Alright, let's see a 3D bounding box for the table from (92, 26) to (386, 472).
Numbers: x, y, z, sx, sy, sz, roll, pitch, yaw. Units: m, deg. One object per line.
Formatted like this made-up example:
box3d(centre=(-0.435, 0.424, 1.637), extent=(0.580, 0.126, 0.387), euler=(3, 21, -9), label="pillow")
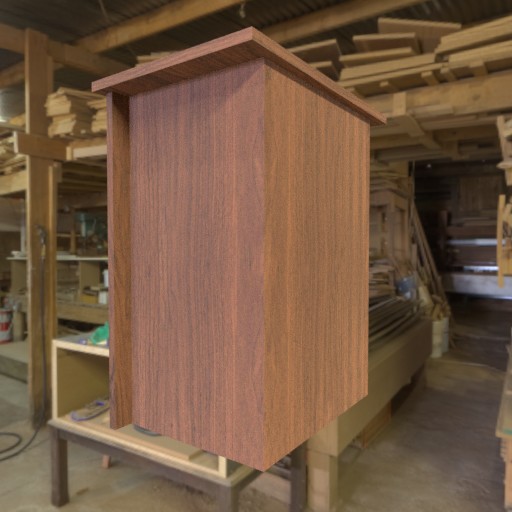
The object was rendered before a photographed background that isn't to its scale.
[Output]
box3d(centre=(0.000, 0.000, 1.033), extent=(0.406, 0.711, 0.589), euler=(1, 2, 36), label="table")
